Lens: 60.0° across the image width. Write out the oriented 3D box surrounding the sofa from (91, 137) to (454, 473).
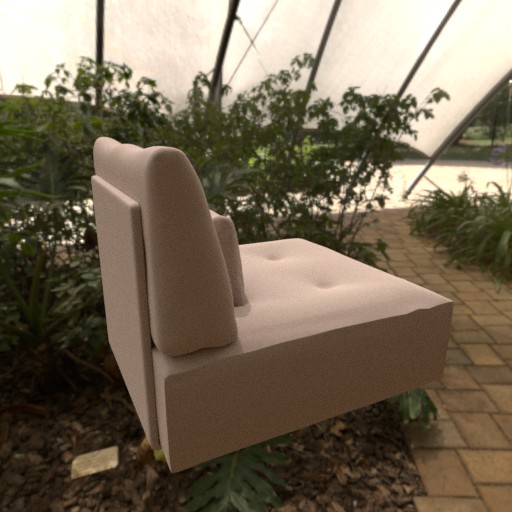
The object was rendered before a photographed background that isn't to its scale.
[{"bbox_3d":[0.000,0.000,1.613,1.000,0.828,0.935,-8,18,-26],"label":"sofa"}]
